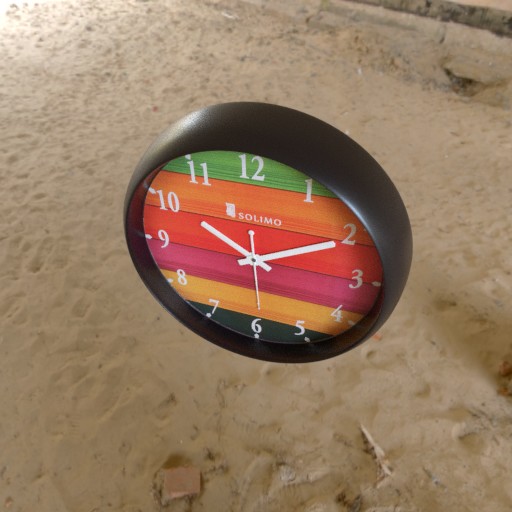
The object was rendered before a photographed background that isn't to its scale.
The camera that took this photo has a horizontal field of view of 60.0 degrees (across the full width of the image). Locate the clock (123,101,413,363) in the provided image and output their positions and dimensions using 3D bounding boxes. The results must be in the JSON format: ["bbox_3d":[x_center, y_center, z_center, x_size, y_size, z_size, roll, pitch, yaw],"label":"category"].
[{"bbox_3d":[0.000,0.000,0.453,0.300,0.300,0.060,12,42,14],"label":"clock"}]
